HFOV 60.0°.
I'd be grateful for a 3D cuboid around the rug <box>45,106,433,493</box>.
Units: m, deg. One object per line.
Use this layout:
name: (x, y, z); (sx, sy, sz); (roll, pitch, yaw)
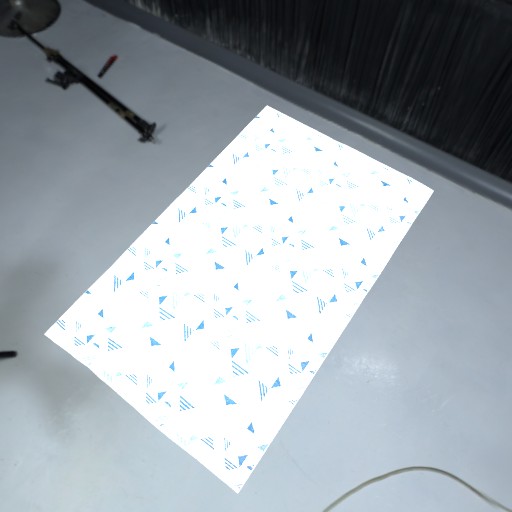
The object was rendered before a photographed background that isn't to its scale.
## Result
rug: (0.000, 0.000, 3.042); (1.512, 0.009, 2.457); (32, 67, 16)
